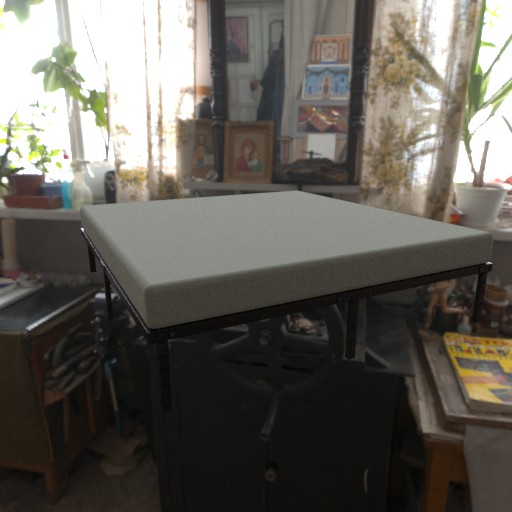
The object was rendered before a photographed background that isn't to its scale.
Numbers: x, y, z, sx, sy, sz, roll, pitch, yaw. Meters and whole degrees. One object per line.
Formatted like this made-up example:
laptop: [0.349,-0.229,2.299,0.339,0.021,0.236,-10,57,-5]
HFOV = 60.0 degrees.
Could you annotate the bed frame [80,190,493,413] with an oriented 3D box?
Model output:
bed frame: [0.000,0.000,3.810,2.526,0.680,2.635,-8,18,-26]
